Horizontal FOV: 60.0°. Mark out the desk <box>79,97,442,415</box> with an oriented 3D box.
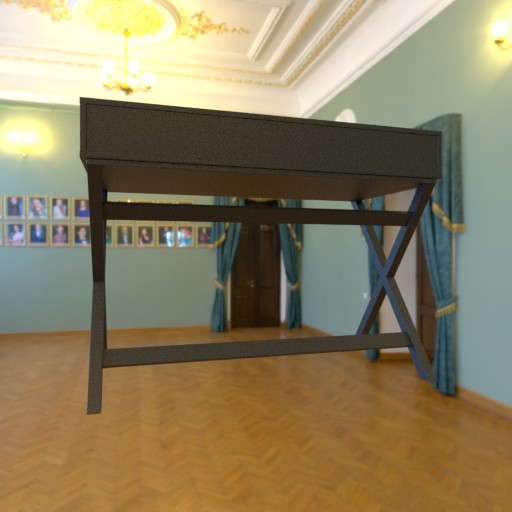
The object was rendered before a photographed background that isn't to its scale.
[{"bbox_3d":[0.000,0.000,1.486,1.057,0.780,0.525,0,0,-17],"label":"desk"}]
